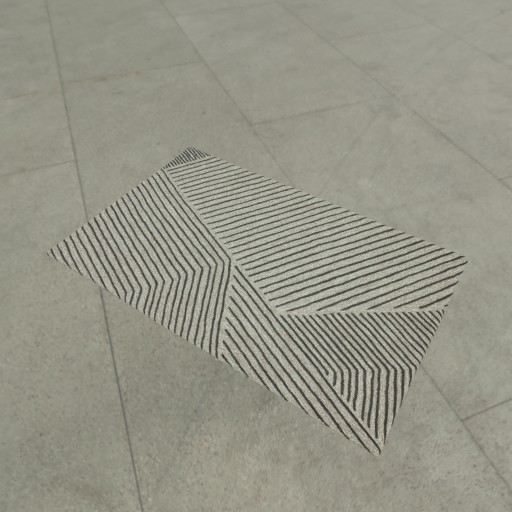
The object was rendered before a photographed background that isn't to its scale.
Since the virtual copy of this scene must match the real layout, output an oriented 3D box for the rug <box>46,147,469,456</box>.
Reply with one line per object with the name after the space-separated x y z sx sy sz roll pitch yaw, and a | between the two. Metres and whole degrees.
0.000 0.000 2.980 2.406 0.023 1.539 26 52 22 | rug
